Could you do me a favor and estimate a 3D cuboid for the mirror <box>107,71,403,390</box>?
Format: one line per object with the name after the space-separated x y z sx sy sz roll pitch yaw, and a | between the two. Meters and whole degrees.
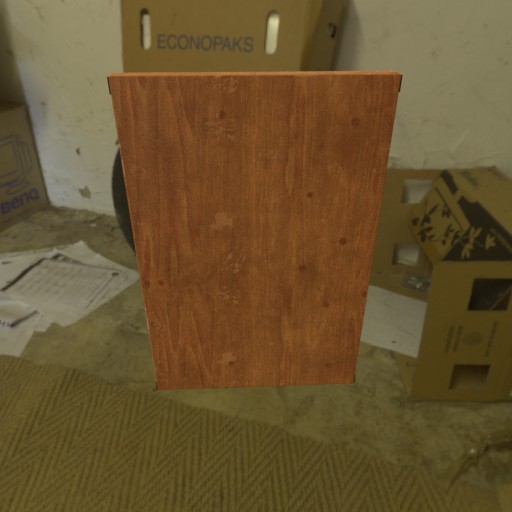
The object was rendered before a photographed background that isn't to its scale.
0.000 0.000 0.985 0.517 0.761 0.053 -1 31 -2 | mirror
